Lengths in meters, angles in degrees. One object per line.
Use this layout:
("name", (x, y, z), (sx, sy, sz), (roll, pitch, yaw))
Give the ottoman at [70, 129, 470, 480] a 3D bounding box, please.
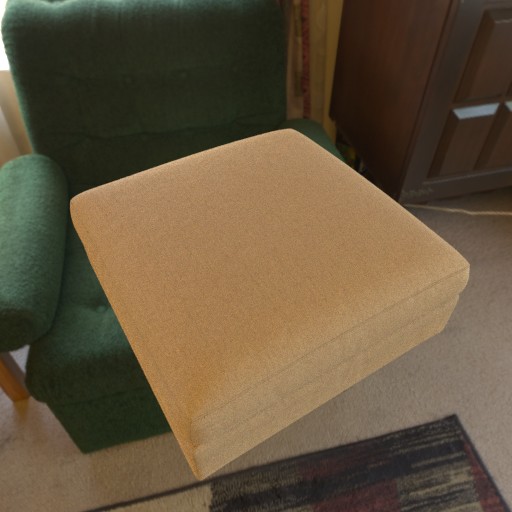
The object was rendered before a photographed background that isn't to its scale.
("ottoman", (0.000, 0.000, 1.613), (1.041, 0.470, 1.041), (-24, 50, -22))
